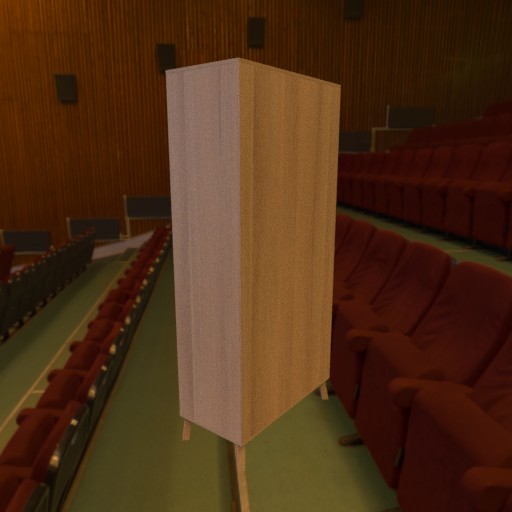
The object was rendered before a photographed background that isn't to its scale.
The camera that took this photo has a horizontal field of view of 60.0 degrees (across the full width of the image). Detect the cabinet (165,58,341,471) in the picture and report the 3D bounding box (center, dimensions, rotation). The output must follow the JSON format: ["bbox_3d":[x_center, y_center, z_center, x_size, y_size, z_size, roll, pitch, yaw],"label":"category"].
[{"bbox_3d":[0.000,0.000,2.666,0.969,1.957,1.272,-2,13,-7],"label":"cabinet"}]
